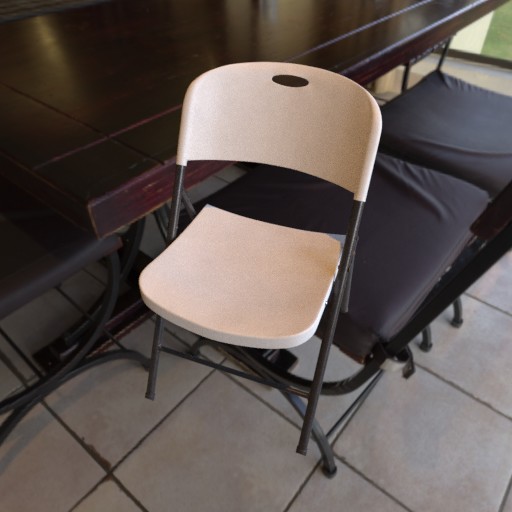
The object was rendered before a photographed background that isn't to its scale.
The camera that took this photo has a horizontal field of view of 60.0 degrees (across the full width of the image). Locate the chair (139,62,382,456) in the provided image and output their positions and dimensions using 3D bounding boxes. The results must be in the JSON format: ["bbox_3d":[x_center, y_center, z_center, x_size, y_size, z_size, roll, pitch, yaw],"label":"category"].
[{"bbox_3d":[0.000,0.000,1.166,0.494,0.810,0.566,14,44,15],"label":"chair"}]
